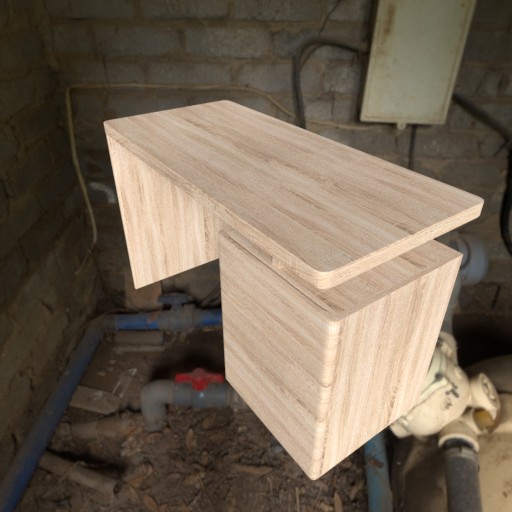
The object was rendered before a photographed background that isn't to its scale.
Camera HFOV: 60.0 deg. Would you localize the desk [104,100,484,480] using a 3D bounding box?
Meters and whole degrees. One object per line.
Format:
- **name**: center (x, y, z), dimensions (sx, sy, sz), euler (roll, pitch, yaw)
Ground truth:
- **desk**: center (0.000, 0.000, 1.573), dimensions (0.550, 0.760, 1.200), euler (-21, 39, -29)
